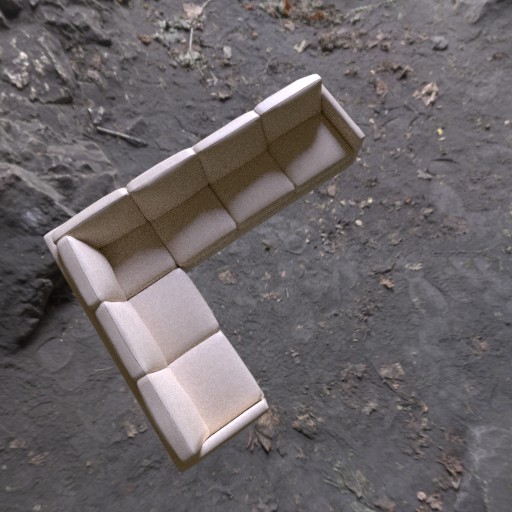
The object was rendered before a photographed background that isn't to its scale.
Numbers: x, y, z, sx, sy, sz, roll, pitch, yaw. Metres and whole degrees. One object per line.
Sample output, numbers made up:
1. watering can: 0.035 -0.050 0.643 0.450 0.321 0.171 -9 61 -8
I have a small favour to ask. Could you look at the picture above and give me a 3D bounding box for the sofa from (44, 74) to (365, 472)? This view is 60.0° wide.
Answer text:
1. sofa: 0.000 0.000 4.482 3.302 0.947 2.593 -33 78 -8
